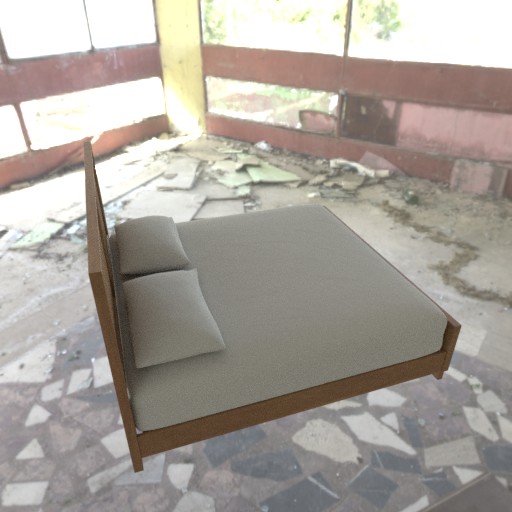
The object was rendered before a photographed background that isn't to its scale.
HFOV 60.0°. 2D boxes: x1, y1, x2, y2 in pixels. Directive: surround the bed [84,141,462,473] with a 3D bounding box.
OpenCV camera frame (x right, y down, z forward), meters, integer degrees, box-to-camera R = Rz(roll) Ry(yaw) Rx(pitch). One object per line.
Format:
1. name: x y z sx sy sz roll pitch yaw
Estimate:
1. bed: 0.000 0.000 3.342 2.184 1.387 2.003 -10 32 -16
